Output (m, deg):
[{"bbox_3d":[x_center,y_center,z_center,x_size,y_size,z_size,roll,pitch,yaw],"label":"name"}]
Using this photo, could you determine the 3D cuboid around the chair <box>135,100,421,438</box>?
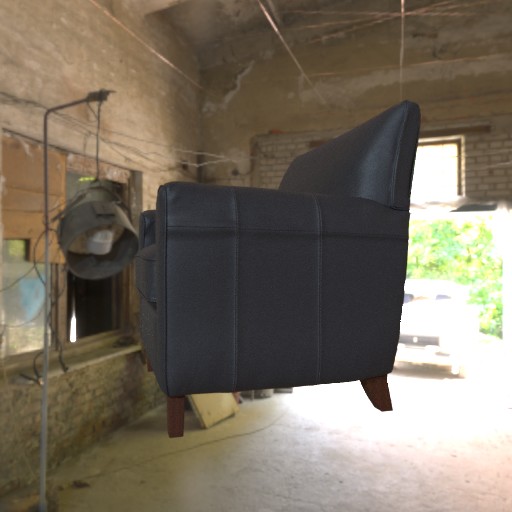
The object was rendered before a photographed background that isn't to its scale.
[{"bbox_3d":[0.000,0.000,1.596,0.825,0.943,0.870,0,0,-18],"label":"chair"}]
